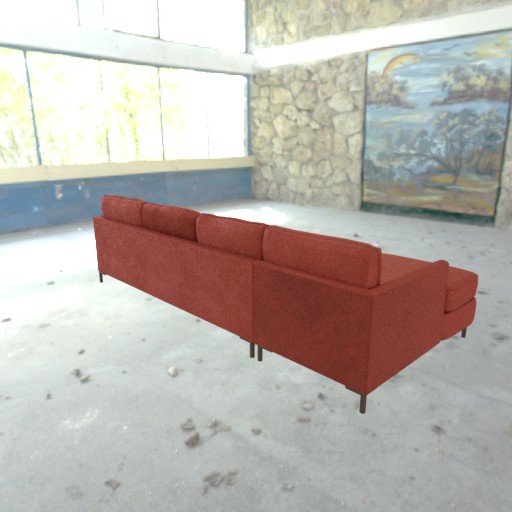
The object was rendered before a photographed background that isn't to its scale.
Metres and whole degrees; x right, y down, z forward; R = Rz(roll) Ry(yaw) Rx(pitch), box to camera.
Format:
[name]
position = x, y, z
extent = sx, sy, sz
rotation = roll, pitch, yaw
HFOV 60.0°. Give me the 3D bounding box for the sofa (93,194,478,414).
[sofa]
position = 0.000, 0.000, 4.048
extent = 1.500, 0.967, 3.400
rotation = -14, 21, -42
